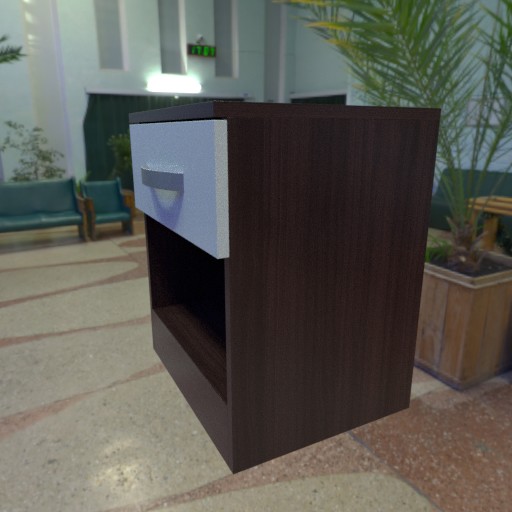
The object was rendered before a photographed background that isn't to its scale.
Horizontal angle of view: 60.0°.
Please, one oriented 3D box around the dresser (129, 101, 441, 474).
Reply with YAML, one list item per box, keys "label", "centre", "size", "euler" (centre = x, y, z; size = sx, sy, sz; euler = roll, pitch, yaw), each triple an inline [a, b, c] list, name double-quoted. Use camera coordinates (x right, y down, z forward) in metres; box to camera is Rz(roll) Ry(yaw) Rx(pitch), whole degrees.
- label: "dresser"
  centre: [0.000, 0.000, 0.756]
  size: [0.360, 0.470, 0.400]
  euler: [-8, 18, -26]
